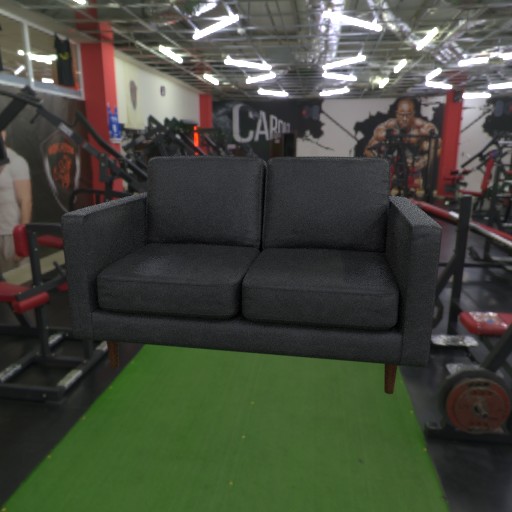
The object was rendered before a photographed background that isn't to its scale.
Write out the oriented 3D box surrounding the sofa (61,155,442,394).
[{"bbox_3d":[0.000,0.000,2.056,1.430,0.899,0.879,3,15,10],"label":"sofa"}]
